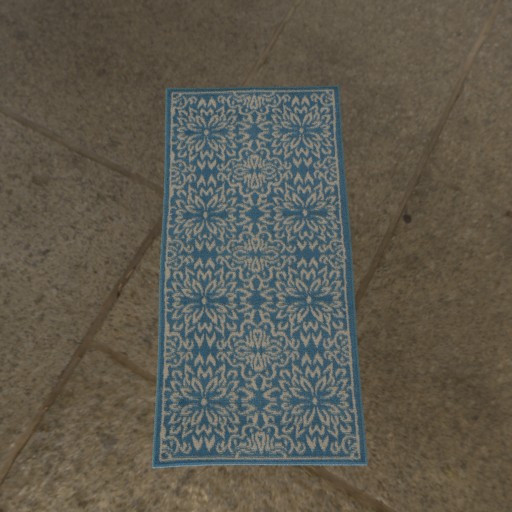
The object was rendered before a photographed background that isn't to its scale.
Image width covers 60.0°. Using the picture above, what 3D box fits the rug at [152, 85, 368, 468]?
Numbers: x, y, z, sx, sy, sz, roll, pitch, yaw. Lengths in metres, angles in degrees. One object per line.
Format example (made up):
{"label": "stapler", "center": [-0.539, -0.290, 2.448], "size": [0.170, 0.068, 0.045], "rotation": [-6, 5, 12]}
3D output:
{"label": "rug", "center": [0.000, 0.000, 1.391], "size": [0.604, 0.007, 1.219], "rotation": [-1, 76, 0]}
